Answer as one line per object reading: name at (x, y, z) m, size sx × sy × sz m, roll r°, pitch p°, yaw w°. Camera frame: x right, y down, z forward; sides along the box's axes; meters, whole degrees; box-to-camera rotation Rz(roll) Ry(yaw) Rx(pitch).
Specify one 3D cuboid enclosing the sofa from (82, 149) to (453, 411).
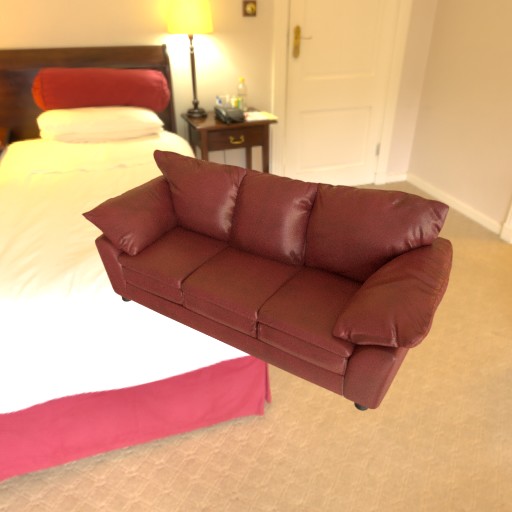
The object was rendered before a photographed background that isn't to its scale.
sofa at (0.000, 0.000, 2.972) m, size 2.390 × 1.091 × 0.907 m, roll 18°, pitch 35°, yaw 28°
